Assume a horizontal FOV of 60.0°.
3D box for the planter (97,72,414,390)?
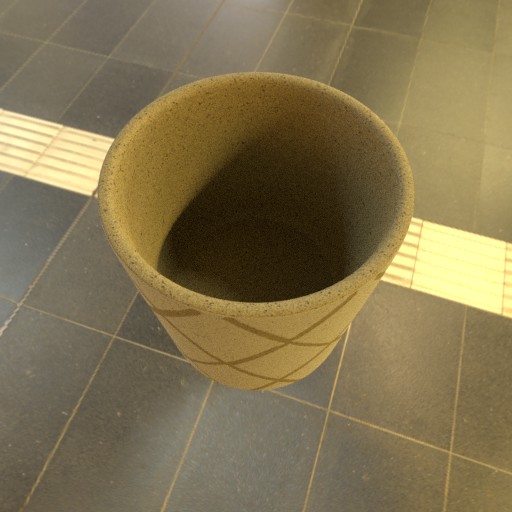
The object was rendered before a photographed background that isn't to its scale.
[{"bbox_3d":[0.000,0.000,0.354,0.191,0.199,0.191,0,59,0],"label":"planter"}]
